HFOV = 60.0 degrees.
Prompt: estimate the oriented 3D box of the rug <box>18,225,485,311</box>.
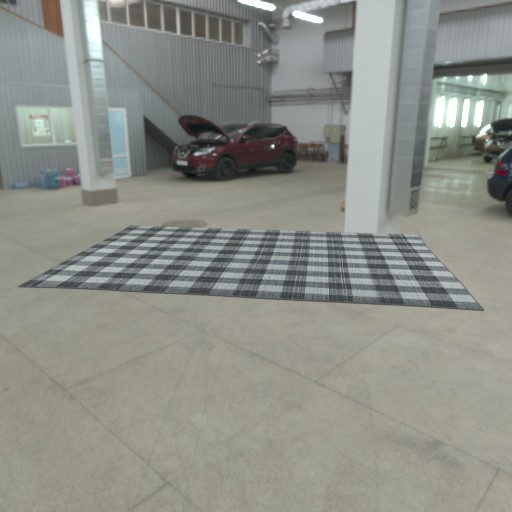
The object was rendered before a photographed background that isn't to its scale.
[{"bbox_3d":[0.000,0.000,3.046,2.476,0.011,1.554,2,17,8],"label":"rug"}]
